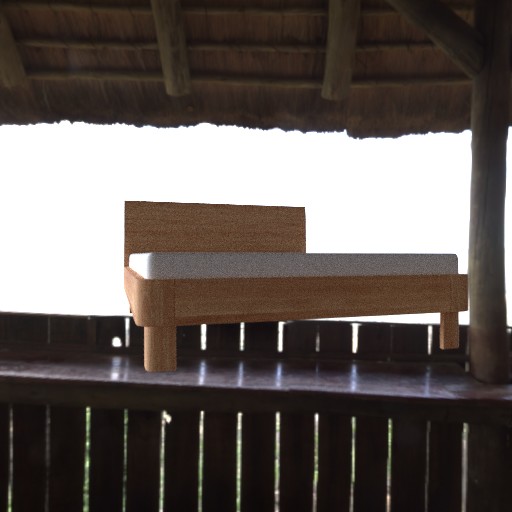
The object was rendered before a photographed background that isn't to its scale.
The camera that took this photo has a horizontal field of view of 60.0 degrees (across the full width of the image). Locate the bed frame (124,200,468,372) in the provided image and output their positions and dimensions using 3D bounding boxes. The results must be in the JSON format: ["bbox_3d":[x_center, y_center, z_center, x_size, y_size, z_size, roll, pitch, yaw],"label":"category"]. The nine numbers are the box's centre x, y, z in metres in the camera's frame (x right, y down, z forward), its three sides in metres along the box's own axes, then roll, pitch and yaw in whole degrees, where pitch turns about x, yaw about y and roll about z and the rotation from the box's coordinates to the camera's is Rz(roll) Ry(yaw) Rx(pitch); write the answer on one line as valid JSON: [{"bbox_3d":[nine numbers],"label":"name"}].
[{"bbox_3d":[0.000,0.000,2.987,1.660,0.940,2.092,0,0,-18],"label":"bed frame"}]
